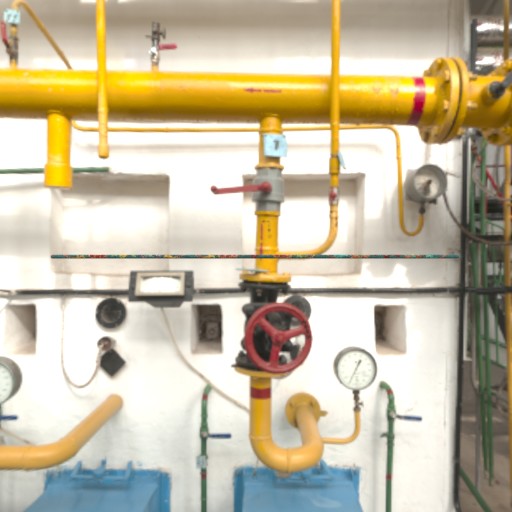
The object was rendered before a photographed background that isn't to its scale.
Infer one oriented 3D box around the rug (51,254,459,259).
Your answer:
[{"bbox_3d":[0.000,0.000,4.226,2.434,0.025,3.204,0,0,0],"label":"rug"}]
